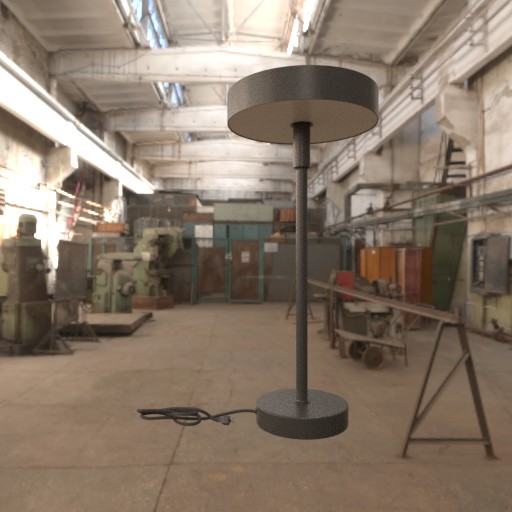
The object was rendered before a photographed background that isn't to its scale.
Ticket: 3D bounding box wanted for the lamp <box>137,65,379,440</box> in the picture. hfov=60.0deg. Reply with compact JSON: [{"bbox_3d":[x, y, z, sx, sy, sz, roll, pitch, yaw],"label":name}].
[{"bbox_3d":[0.000,0.000,0.682,0.369,0.508,0.229,0,0,0],"label":"lamp"}]
